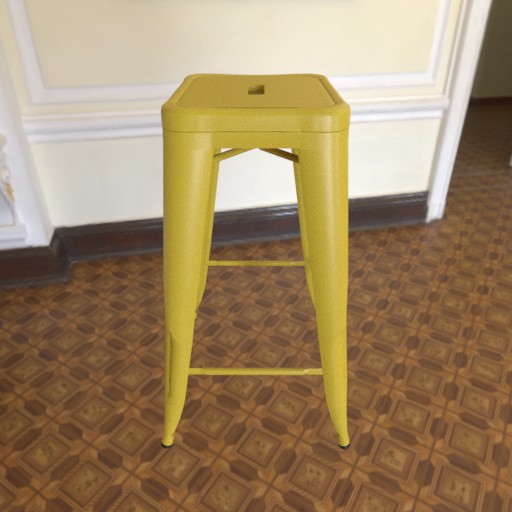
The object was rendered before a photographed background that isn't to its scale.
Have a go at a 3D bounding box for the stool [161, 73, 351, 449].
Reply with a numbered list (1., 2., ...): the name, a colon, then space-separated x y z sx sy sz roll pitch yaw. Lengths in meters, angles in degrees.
1. stool: 0.000 0.000 0.844 0.359 0.609 0.399 0 31 0
